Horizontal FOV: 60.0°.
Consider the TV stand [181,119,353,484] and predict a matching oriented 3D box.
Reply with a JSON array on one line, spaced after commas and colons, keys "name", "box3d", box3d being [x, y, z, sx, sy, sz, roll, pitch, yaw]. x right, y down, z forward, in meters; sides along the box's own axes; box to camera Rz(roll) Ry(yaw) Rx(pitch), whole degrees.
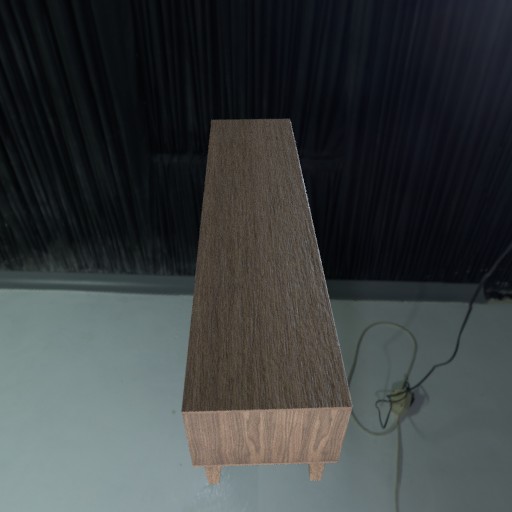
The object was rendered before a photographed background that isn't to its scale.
[{"name": "TV stand", "box3d": [0.000, 0.000, 1.640, 0.366, 0.409, 1.482, -1, 41, -1]}]
